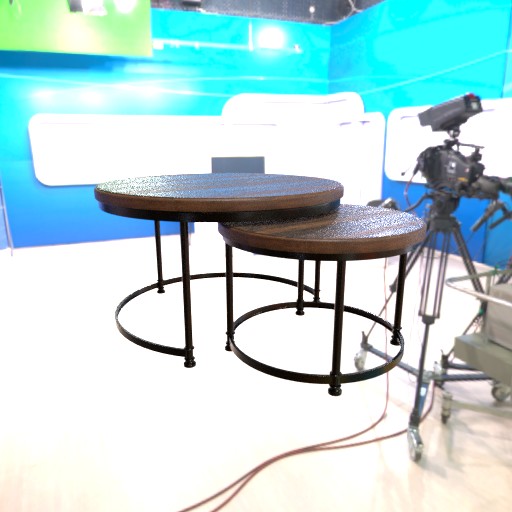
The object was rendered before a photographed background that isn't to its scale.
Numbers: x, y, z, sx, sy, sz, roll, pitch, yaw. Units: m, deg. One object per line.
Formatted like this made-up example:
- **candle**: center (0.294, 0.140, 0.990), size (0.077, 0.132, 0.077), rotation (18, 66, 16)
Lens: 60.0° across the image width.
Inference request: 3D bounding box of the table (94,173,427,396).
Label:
- **table**: center (0.000, 0.000, 1.603), size (1.152, 0.516, 0.870), rotation (8, 17, 27)
